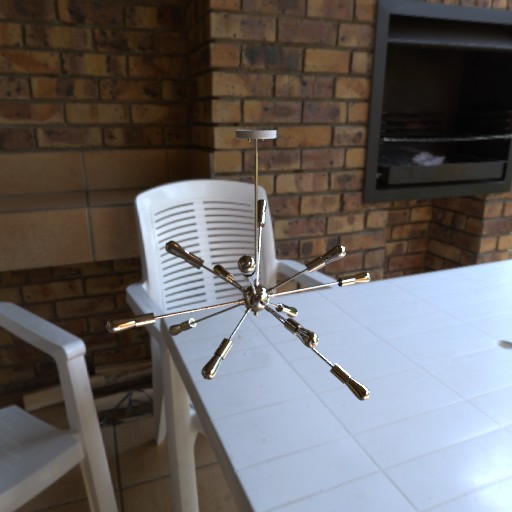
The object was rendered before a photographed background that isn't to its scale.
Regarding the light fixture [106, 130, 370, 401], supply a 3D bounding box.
[{"bbox_3d":[0.000,0.000,1.022,0.684,0.558,0.509,-8,19,-26],"label":"light fixture"}]
